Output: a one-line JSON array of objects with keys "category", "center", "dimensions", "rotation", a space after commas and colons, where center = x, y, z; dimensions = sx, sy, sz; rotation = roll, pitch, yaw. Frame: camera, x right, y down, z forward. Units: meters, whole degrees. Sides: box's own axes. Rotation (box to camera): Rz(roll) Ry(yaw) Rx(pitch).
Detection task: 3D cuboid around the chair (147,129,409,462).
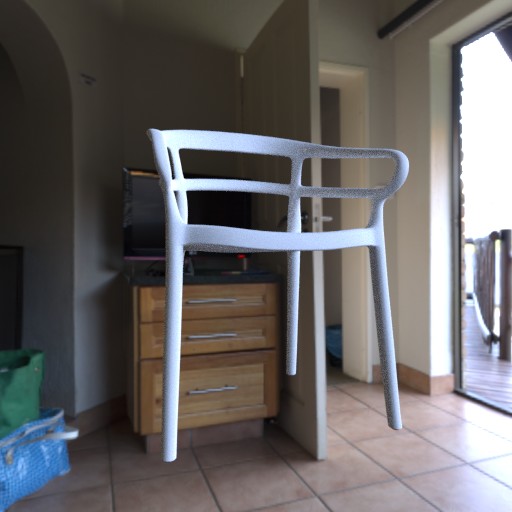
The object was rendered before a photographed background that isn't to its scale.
[{"category": "chair", "center": [0.000, 0.000, 1.125], "dimensions": [0.559, 0.761, 0.527], "rotation": [0, 0, -18]}]
